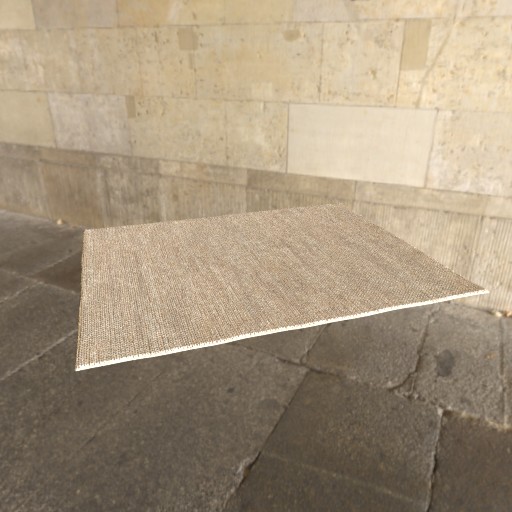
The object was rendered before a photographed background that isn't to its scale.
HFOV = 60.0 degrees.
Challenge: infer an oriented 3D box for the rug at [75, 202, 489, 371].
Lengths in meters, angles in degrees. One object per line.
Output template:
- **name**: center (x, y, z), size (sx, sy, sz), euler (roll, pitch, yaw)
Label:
- **rug**: center (0.000, 0.000, 4.087), size (3.052, 0.030, 2.429), euler (-8, 25, -17)
